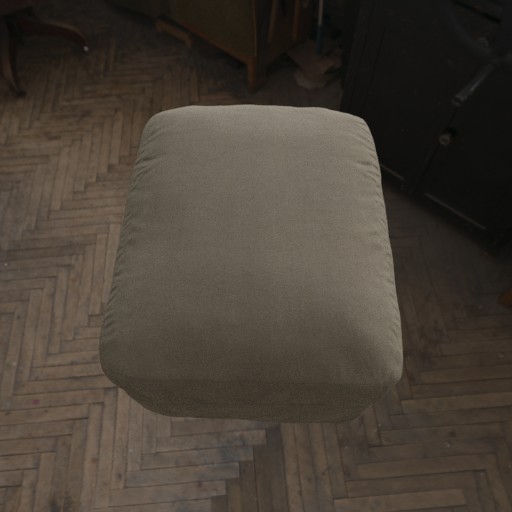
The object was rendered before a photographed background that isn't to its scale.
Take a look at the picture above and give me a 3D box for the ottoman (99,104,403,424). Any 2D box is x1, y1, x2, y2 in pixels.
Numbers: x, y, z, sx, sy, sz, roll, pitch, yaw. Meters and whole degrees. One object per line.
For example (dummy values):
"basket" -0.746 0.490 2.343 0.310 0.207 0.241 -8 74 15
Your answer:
"ottoman" 0.000 0.000 1.073 0.584 0.480 0.712 1 61 1
